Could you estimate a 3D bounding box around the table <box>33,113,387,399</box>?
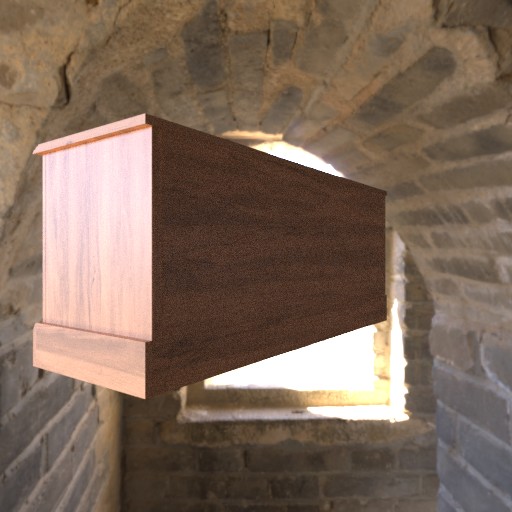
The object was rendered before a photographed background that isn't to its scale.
[{"bbox_3d":[0.000,0.000,1.391,0.400,0.510,1.200,0,0,37],"label":"table"}]
